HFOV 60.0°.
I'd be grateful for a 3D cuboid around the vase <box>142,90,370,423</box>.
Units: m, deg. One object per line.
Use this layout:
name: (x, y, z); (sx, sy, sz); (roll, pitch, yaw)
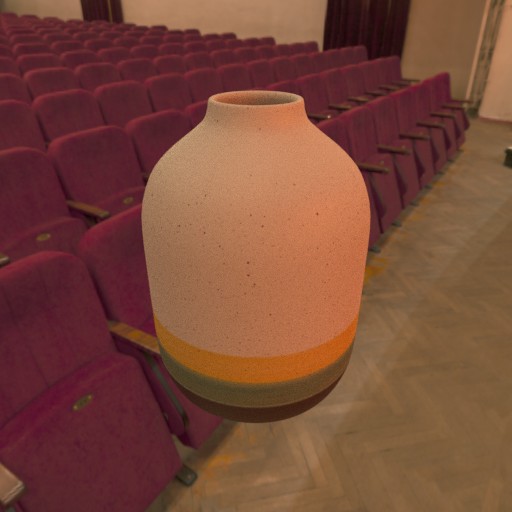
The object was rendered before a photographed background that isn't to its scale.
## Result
vase: (0.000, 0.000, 0.352); (0.169, 0.240, 0.169); (0, 29, 0)
